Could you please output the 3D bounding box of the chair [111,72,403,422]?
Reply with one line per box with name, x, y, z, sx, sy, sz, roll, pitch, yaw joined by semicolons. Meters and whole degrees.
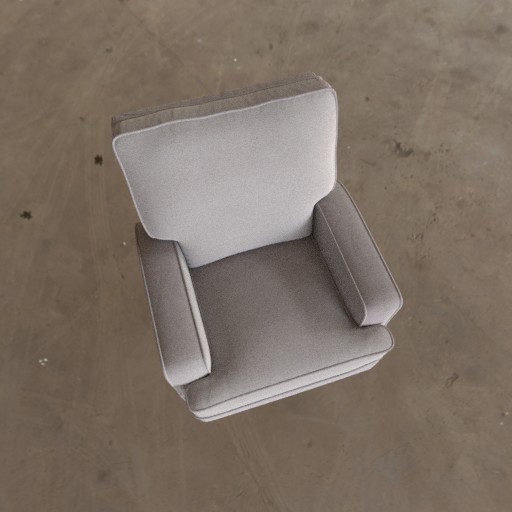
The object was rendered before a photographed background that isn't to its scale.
chair;0.000;0.000;1.670;0.861;0.964;0.969;-16;64;-8
